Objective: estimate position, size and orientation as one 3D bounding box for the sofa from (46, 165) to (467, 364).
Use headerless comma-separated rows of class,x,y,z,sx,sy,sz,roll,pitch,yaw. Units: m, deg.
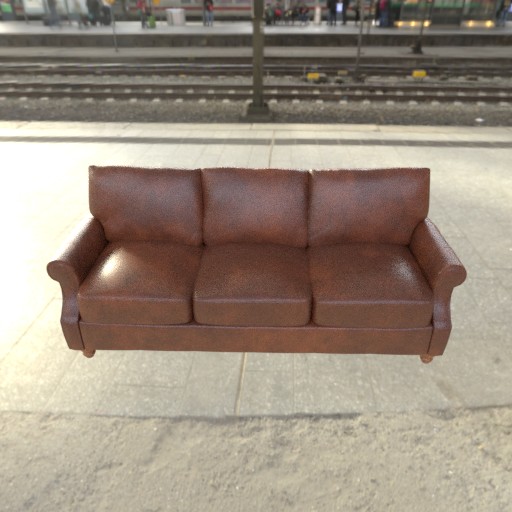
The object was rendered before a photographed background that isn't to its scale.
sofa,0.000,0.000,2.789,2.351,0.977,0.973,1,30,1
